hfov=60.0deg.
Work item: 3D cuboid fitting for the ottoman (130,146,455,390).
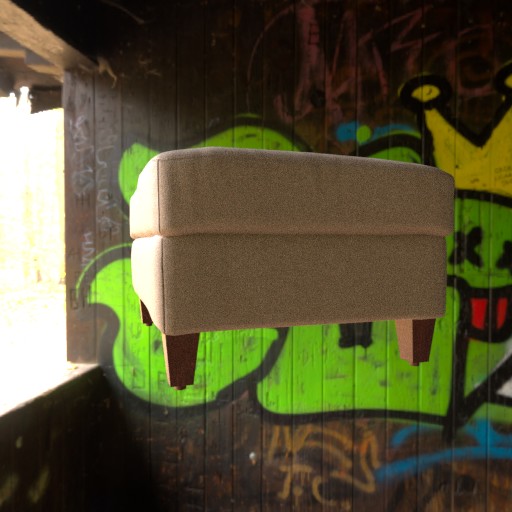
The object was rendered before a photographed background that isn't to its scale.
[{"bbox_3d":[0.000,0.000,1.318,0.692,0.511,0.902,0,1,-18],"label":"ottoman"}]
